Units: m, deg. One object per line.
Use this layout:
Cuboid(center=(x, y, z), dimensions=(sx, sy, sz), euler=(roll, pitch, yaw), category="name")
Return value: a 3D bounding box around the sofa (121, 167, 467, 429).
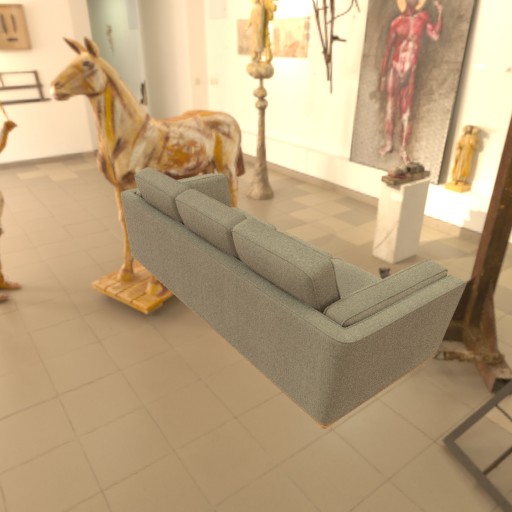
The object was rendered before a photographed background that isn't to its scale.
Cuboid(center=(0.000, 0.000, 2.898), dimensions=(0.903, 0.899, 2.362), euler=(-19, 32, -32), category="sofa")
